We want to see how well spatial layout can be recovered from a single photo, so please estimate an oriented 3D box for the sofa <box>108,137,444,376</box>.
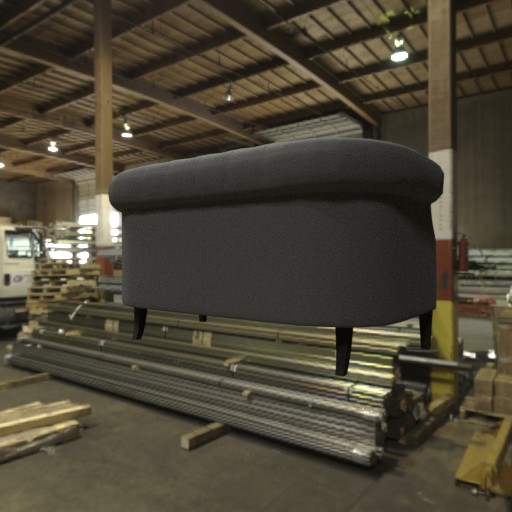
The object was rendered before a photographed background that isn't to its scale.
[{"bbox_3d":[0.000,0.000,2.072,1.558,0.827,0.835,0,0,36],"label":"sofa"}]
